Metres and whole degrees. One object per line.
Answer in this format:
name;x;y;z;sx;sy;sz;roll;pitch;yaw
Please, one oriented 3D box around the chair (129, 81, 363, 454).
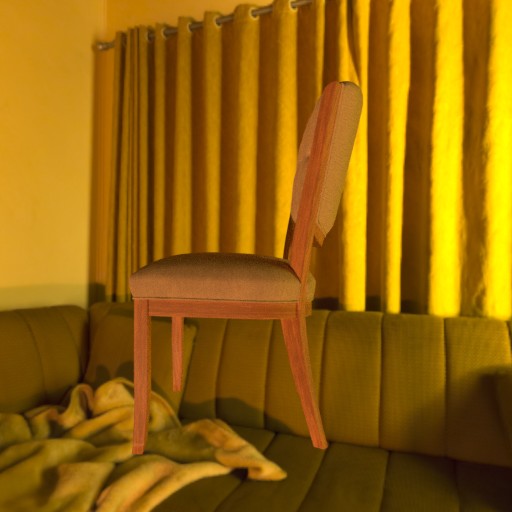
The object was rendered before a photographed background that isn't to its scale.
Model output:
chair;0.000;0.000;1.265;0.584;0.905;0.513;0;-1;0
